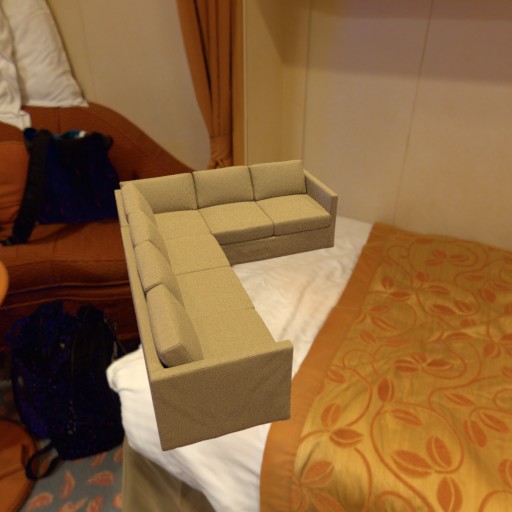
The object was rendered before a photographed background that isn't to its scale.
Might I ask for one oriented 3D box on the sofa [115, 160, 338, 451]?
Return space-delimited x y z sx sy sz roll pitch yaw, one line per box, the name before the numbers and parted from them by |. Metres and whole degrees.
sofa | 0.000 0.000 4.364 2.432 0.871 3.182 -10 32 -17
